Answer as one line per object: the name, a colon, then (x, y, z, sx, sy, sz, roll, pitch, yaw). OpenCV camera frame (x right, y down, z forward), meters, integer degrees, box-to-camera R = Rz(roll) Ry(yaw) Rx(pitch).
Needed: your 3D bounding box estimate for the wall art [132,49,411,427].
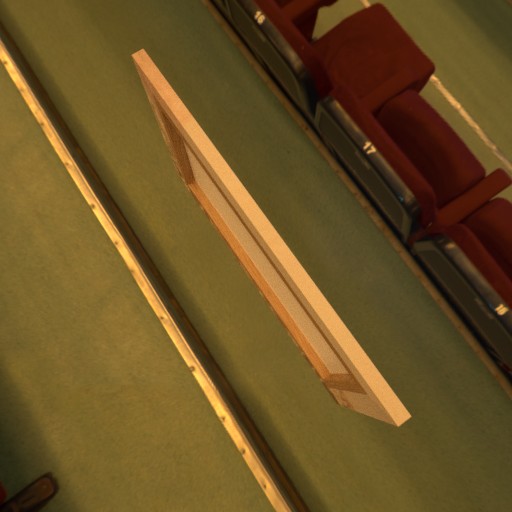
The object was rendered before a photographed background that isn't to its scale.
wall art: (0.000, 0.000, 1.444, 0.041, 0.758, 1.142, -33, 78, -8)
